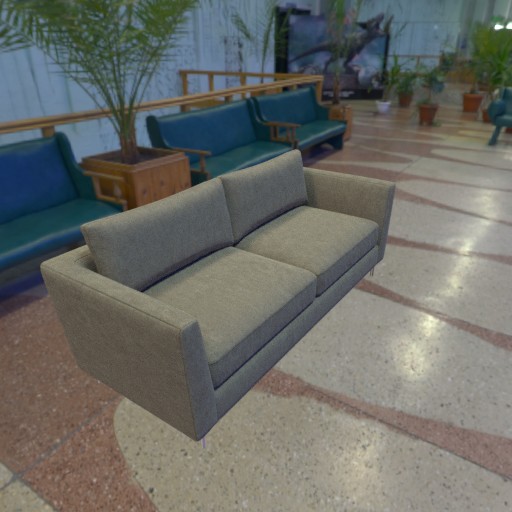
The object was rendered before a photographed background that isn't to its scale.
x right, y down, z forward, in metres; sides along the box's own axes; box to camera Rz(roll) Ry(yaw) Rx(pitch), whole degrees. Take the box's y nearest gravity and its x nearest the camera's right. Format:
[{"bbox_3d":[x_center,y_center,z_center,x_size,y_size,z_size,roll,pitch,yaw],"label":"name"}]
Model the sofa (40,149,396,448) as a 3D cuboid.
[{"bbox_3d":[0.000,0.000,2.597,0.889,0.864,2.121,17,31,31],"label":"sofa"}]
